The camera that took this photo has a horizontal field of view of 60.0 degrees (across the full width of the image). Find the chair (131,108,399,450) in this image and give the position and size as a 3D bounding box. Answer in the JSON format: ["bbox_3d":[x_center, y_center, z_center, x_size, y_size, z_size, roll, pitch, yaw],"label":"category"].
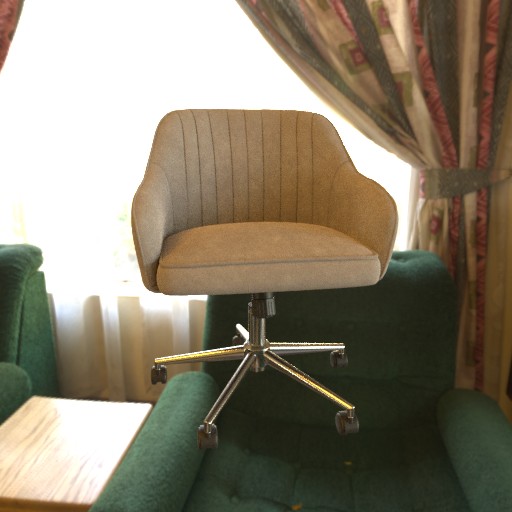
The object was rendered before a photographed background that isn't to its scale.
[{"bbox_3d":[0.000,0.000,1.256,0.635,0.831,0.573,-2,15,-9],"label":"chair"}]
